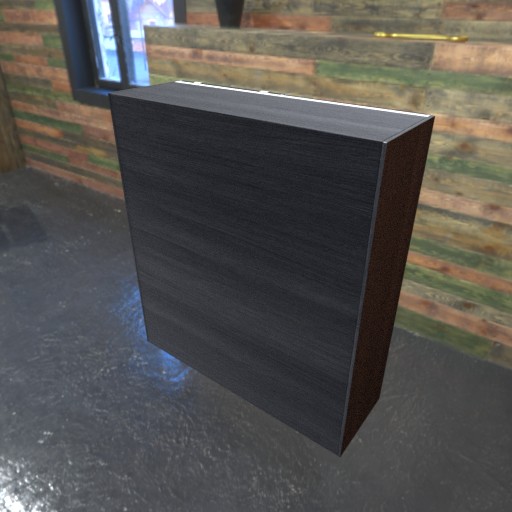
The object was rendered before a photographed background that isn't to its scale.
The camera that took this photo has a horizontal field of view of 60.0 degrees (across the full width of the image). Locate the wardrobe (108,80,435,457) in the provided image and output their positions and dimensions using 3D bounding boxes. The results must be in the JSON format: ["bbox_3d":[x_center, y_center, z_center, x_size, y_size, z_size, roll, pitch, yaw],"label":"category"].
[{"bbox_3d":[0.000,0.000,2.924,1.780,1.960,0.629,21,36,32],"label":"wardrobe"}]
